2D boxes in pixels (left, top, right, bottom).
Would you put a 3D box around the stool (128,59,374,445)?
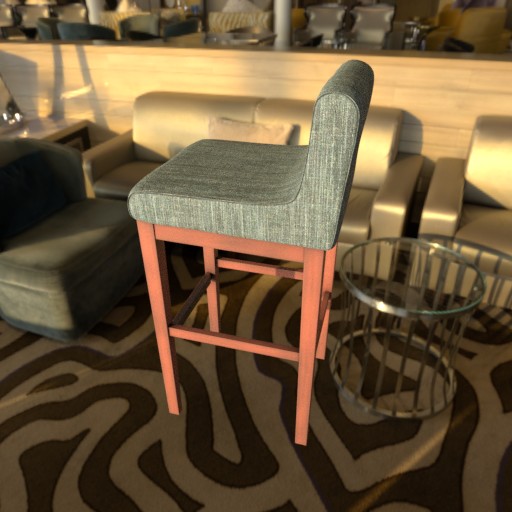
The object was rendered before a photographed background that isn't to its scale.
[{"bbox_3d":[0.000,0.000,1.210,0.499,0.965,0.426,8,32,14],"label":"stool"}]
